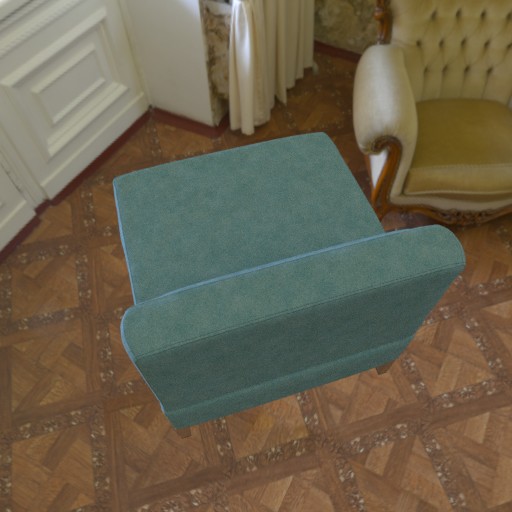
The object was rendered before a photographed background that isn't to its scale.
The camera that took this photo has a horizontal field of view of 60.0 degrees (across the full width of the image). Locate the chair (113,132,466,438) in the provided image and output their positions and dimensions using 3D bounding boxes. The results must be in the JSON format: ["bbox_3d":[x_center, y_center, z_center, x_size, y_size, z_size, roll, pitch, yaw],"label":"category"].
[{"bbox_3d":[0.000,0.000,1.223,0.684,0.660,0.685,-15,58,-9],"label":"chair"}]
